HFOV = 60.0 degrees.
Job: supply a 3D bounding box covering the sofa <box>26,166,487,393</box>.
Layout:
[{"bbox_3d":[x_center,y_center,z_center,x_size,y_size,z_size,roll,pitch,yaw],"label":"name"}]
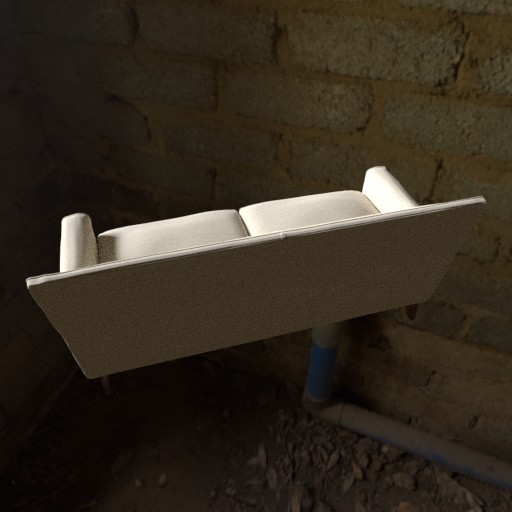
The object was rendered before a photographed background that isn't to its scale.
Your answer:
[{"bbox_3d":[0.000,0.000,2.420,2.001,0.907,0.841,-11,42,-12],"label":"sofa"}]
